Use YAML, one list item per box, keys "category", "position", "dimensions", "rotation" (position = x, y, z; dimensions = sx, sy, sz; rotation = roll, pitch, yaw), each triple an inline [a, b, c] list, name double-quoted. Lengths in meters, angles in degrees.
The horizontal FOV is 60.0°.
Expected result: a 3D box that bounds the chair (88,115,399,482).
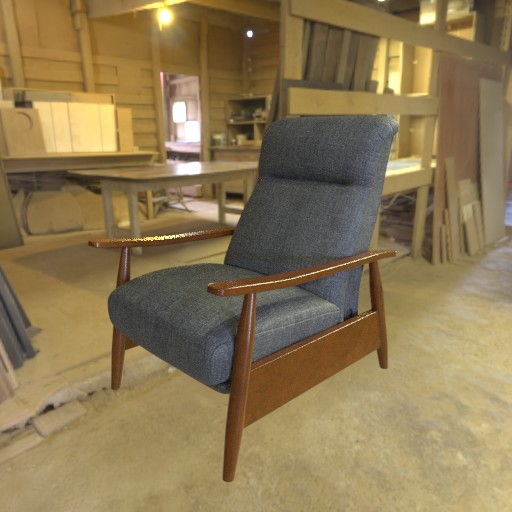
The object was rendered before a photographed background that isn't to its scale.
- category: "chair"
  position: [0.000, 0.000, 1.767]
  dimensions: [0.762, 1.082, 1.030]
  rotation: [15, 22, 43]
